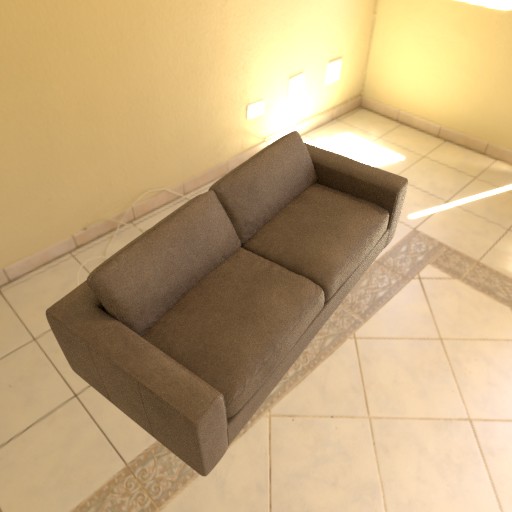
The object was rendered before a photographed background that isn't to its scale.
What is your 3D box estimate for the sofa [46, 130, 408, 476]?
[{"bbox_3d":[0.000,0.000,2.803,1.070,0.801,2.262,27,50,26],"label":"sofa"}]
